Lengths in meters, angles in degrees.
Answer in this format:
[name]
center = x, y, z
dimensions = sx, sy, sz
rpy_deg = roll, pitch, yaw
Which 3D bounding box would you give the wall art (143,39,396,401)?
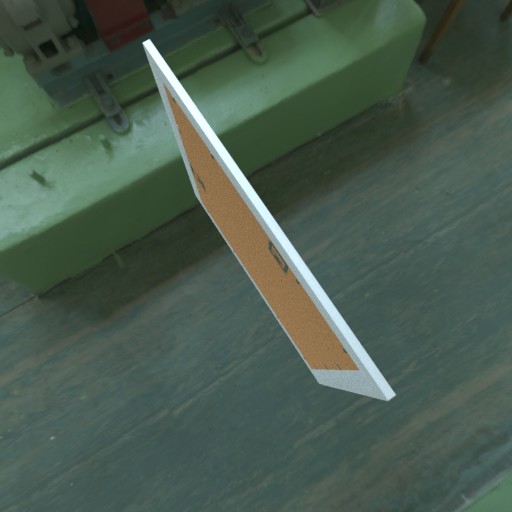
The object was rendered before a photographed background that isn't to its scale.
[wall art]
center = 0.000, 0.000, 0.859
dimensions = 0.013, 0.584, 0.584
rpy_deg = -32, 78, -8
